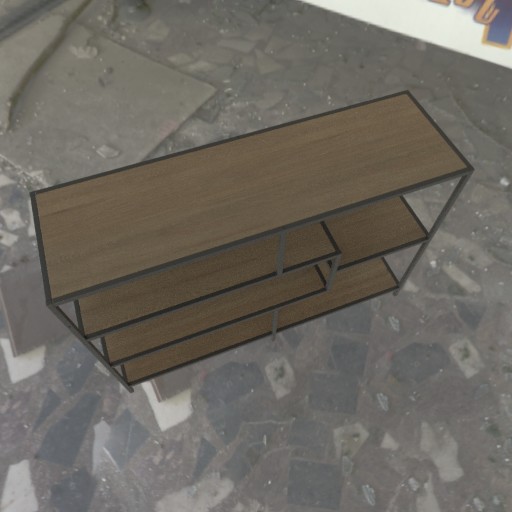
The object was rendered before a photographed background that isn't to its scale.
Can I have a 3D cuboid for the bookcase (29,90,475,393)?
[{"bbox_3d":[0.000,0.000,1.515,1.140,0.780,0.350,-18,61,-11],"label":"bookcase"}]
